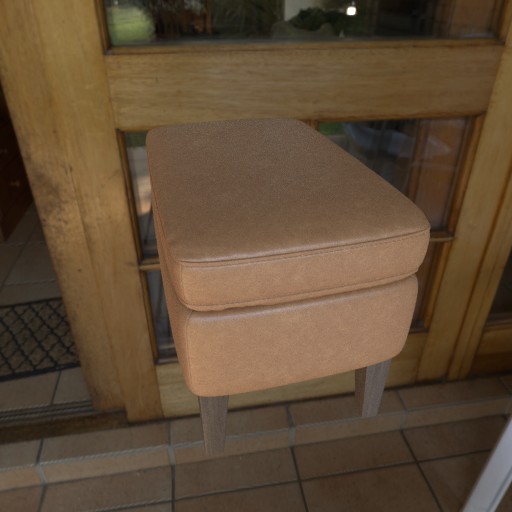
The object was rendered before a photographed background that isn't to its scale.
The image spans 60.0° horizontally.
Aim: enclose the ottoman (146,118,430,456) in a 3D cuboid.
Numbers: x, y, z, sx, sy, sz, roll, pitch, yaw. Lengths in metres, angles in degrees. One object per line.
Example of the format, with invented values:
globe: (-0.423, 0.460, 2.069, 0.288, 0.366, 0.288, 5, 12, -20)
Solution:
ottoman: (0.000, 0.000, 0.991, 0.420, 0.480, 0.670, -8, 32, -13)
